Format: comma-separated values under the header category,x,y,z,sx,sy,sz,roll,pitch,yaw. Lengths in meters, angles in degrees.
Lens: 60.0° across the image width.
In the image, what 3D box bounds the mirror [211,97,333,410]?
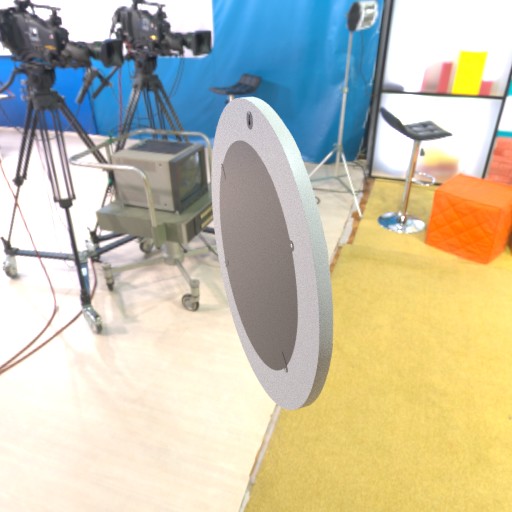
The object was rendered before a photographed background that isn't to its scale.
category,x,y,z,sx,sy,sz,roll,pitch,yaw
mirror,0.000,0.000,1.355,0.038,0.914,0.914,-10,32,-17
